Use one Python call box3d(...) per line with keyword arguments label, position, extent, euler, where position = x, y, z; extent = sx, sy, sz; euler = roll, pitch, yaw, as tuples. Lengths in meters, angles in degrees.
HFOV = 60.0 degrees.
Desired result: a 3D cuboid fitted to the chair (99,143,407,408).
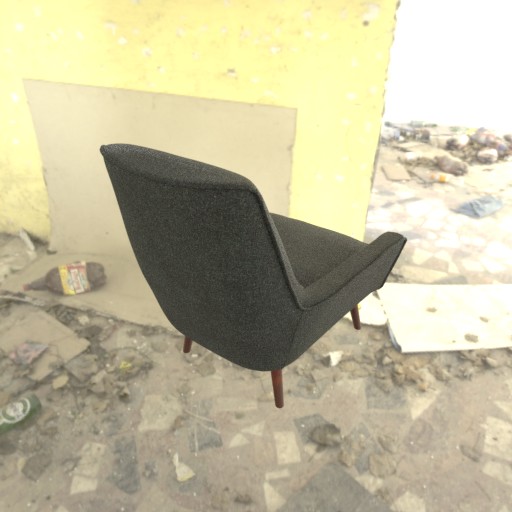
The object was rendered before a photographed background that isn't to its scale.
box3d(label="chair", position=(0.000, 0.000, 1.525), extent=(0.763, 0.883, 0.859), euler=(21, 37, 31))
